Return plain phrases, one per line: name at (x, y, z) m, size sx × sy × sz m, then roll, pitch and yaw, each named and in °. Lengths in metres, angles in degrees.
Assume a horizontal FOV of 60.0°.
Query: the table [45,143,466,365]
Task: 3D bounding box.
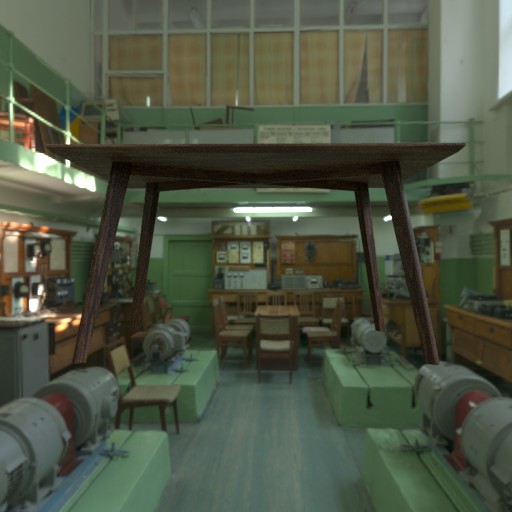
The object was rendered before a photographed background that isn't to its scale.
table at (0.000, 0.000, 1.822) m, size 1.349 × 0.724 × 0.801 m, roll 0°, pitch 0°, yaw 1°
